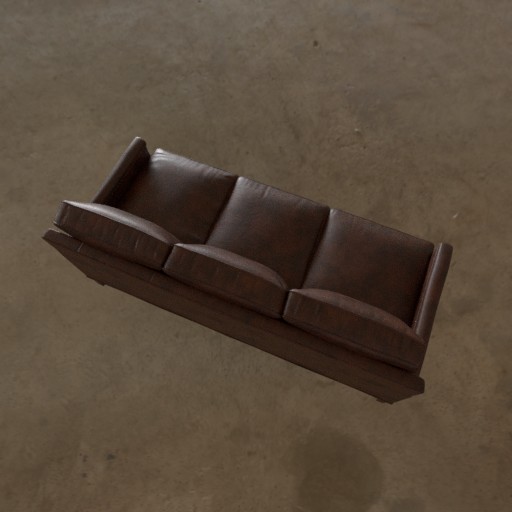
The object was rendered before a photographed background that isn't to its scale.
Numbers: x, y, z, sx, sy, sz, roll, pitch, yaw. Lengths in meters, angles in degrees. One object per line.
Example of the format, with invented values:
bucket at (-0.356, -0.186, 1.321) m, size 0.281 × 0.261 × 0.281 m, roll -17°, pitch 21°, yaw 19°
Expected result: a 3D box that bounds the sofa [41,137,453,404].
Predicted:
sofa at (0.000, 0.000, 2.799) m, size 2.240 × 1.003 × 1.084 m, roll 21°, pitch 64°, yaw 10°
